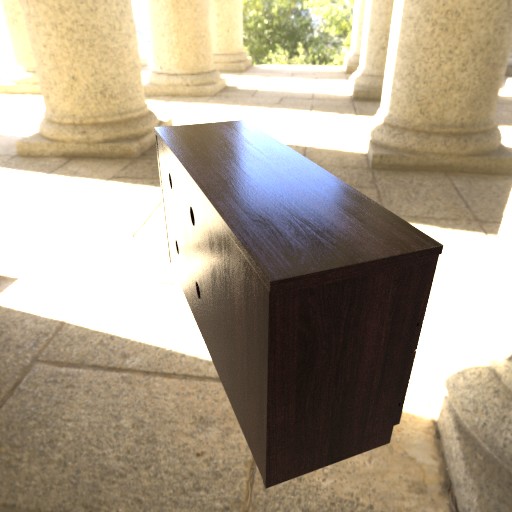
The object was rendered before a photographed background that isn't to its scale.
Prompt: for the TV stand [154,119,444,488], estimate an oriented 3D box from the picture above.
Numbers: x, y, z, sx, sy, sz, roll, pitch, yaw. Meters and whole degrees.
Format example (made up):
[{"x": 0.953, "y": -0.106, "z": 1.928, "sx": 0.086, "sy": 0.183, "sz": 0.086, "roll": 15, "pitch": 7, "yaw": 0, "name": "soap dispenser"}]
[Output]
[{"x": 0.000, "y": 0.000, "z": 1.480, "sx": 0.404, "sy": 0.614, "sz": 1.192, "roll": -11, "pitch": 32, "yaw": -18, "name": "TV stand"}]
